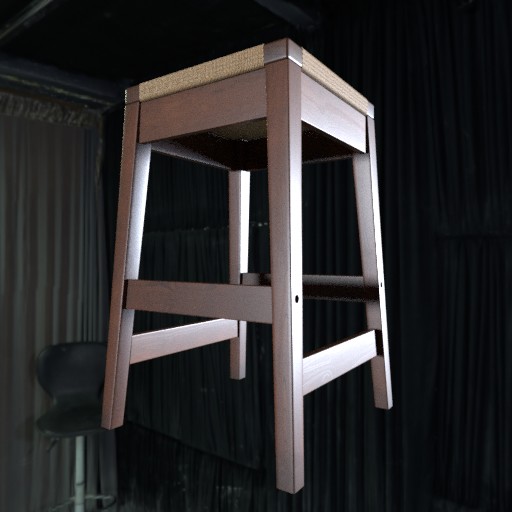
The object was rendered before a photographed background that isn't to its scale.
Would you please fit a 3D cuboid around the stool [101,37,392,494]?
[{"bbox_3d":[0.000,0.000,1.059,0.497,0.762,0.507,0,0,34],"label":"stool"}]
